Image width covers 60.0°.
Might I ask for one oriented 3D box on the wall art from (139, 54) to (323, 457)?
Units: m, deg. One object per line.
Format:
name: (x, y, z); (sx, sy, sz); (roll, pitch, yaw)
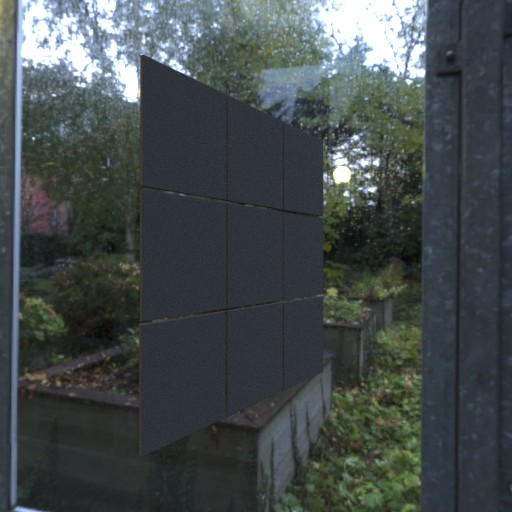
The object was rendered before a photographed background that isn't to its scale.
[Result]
wall art: (0.000, 0.000, 1.836); (0.013, 1.216, 1.216); (0, 0, 35)
